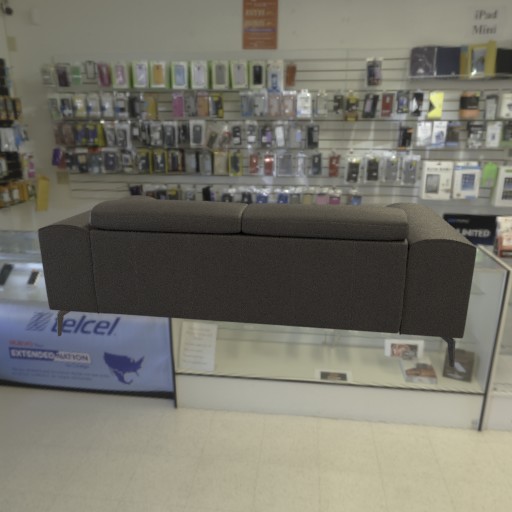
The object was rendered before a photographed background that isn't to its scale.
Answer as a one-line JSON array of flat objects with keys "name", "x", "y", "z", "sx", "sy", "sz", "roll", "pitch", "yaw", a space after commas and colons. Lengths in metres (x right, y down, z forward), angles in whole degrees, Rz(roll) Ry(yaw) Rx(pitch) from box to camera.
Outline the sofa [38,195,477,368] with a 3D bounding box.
[{"name": "sofa", "x": 0.000, "y": 0.000, "z": 2.834, "sx": 2.330, "sy": 0.814, "sz": 1.048, "roll": 3, "pitch": 17, "yaw": 9}]
